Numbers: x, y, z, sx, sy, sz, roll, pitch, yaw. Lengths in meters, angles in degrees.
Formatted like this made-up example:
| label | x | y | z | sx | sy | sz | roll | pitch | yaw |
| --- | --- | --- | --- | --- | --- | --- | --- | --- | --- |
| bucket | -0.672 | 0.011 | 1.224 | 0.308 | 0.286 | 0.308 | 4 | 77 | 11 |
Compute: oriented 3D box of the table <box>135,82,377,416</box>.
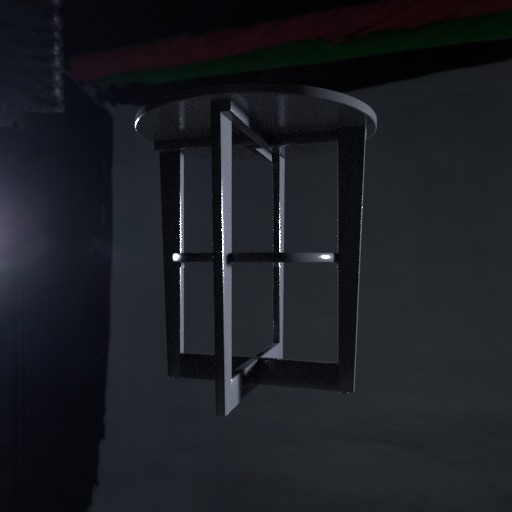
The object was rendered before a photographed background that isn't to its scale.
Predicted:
| label | x | y | z | sx | sy | sz | roll | pitch | yaw |
| --- | --- | --- | --- | --- | --- | --- | --- | --- | --- |
| table | 0.000 | 0.000 | 0.950 | 0.500 | 0.550 | 0.500 | 0 | 0 | 0 |
